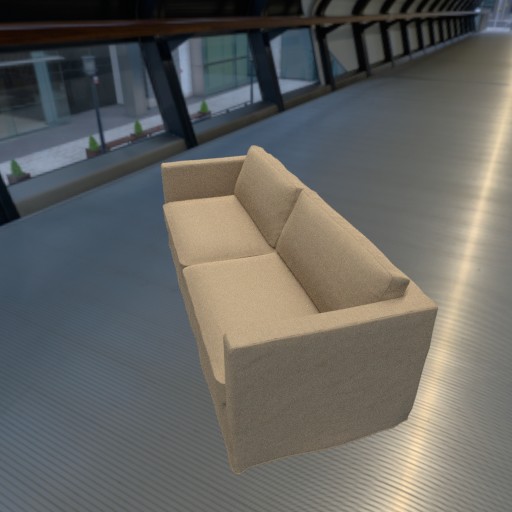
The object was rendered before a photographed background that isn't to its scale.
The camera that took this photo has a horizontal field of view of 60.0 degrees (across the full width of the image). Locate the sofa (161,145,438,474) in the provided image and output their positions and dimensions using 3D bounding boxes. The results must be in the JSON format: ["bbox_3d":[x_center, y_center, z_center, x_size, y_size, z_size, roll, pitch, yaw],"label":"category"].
[{"bbox_3d":[0.000,0.000,2.842,0.962,0.853,2.312,-9,31,-15],"label":"sofa"}]
